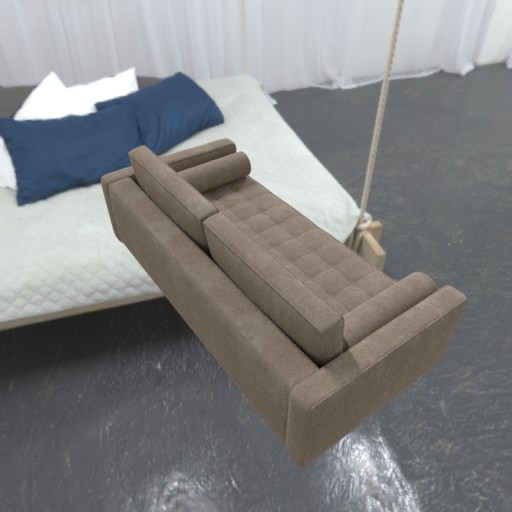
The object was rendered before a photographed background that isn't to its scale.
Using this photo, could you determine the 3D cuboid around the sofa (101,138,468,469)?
[{"bbox_3d":[0.000,0.000,2.331,0.920,0.769,1.883,-25,47,-27],"label":"sofa"}]
